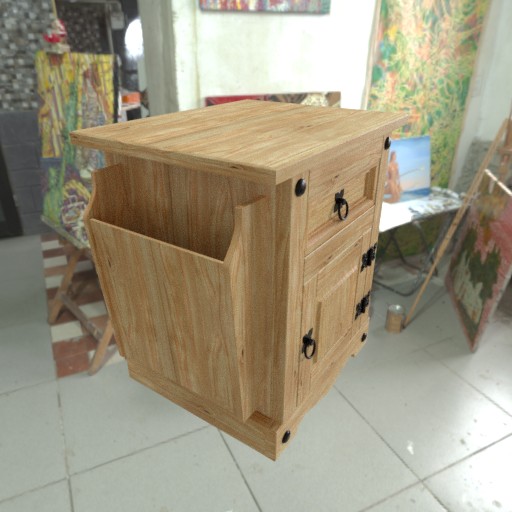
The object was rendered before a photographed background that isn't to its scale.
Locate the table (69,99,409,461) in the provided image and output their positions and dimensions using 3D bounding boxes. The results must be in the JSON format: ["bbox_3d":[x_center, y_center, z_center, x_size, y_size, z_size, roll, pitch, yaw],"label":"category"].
[{"bbox_3d":[0.000,0.000,0.876,0.380,0.515,0.530,17,31,31],"label":"table"}]
